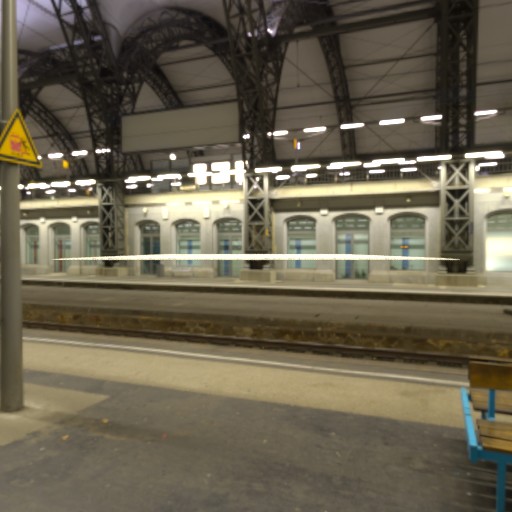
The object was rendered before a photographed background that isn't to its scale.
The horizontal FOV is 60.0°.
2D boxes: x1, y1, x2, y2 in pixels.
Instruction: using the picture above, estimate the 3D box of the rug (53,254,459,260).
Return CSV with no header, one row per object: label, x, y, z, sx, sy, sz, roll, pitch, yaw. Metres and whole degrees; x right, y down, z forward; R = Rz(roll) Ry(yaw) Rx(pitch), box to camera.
rug,0.000,0.000,2.107,1.190,0.003,1.634,0,1,0
